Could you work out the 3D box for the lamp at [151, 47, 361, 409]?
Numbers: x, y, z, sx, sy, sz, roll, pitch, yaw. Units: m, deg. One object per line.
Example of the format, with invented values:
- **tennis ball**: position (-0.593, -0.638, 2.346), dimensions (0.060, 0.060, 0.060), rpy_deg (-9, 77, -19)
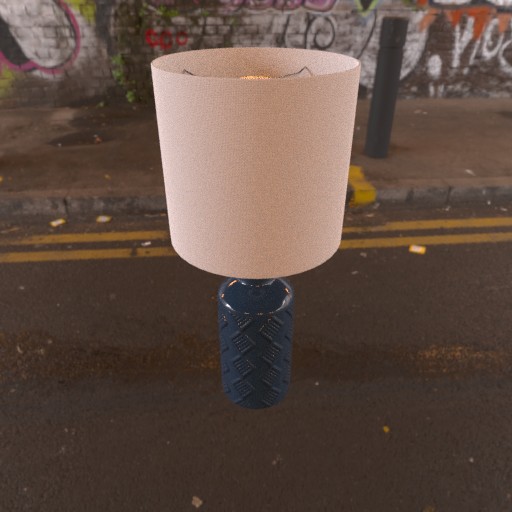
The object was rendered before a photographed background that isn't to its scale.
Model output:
- **lamp**: position (0.000, 0.000, 0.565), dimensions (0.207, 0.461, 0.207), rpy_deg (21, 37, 30)
